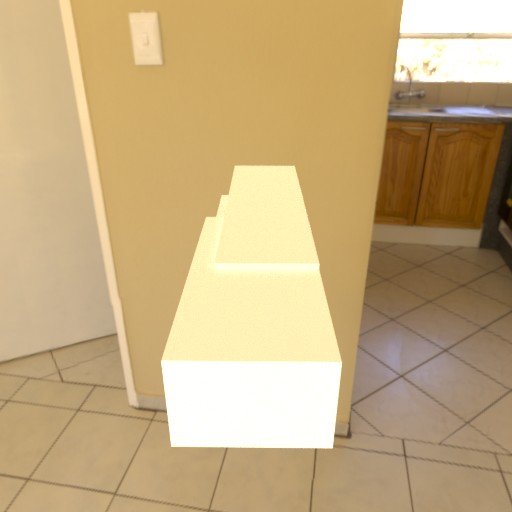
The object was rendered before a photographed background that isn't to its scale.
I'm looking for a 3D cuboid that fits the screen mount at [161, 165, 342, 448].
[{"bbox_3d":[0.000,0.000,1.844,0.420,0.320,1.680,0,26,1],"label":"screen mount"}]
